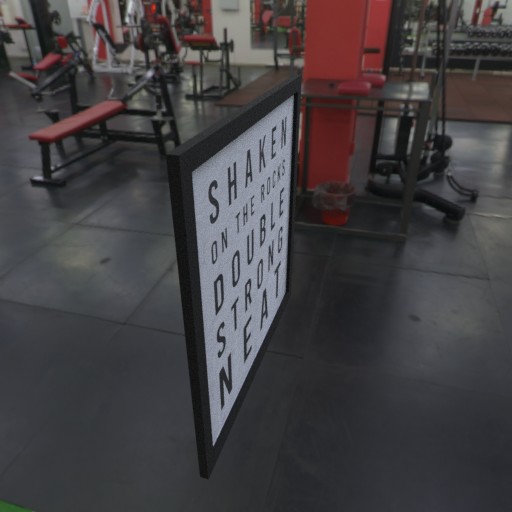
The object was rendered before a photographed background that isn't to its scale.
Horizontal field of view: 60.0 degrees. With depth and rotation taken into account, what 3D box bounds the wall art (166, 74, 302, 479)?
[{"bbox_3d":[0.000,0.000,0.682,0.013,0.458,0.456,10,32,16],"label":"wall art"}]
